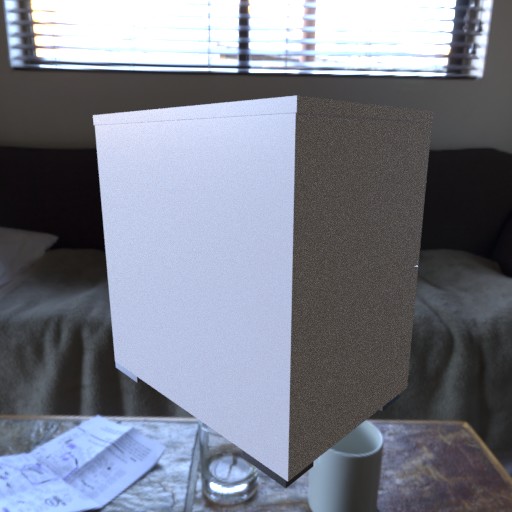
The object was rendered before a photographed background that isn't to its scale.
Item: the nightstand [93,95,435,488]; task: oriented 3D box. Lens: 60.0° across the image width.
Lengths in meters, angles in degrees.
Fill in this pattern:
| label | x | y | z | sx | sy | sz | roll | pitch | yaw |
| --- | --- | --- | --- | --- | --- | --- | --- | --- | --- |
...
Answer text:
| label | x | y | z | sx | sy | sz | roll | pitch | yaw |
| --- | --- | --- | --- | --- | --- | --- | --- | --- | --- |
| nightstand | 0.000 | 0.000 | 0.751 | 0.325 | 0.460 | 0.441 | -14 | 20 | -43 |
